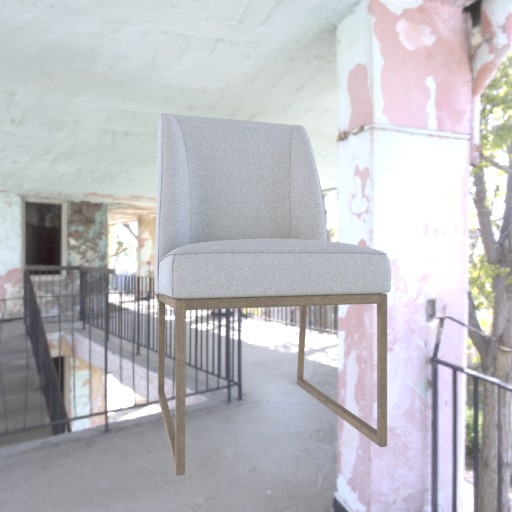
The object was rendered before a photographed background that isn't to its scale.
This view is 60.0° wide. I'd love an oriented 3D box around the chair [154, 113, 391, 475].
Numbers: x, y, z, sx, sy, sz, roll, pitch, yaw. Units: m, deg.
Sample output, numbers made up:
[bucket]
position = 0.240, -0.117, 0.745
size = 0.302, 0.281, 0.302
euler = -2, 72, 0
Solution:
[chair]
position = 0.000, 0.000, 1.175
size = 0.508, 0.863, 0.522
euler = 0, 0, -16
